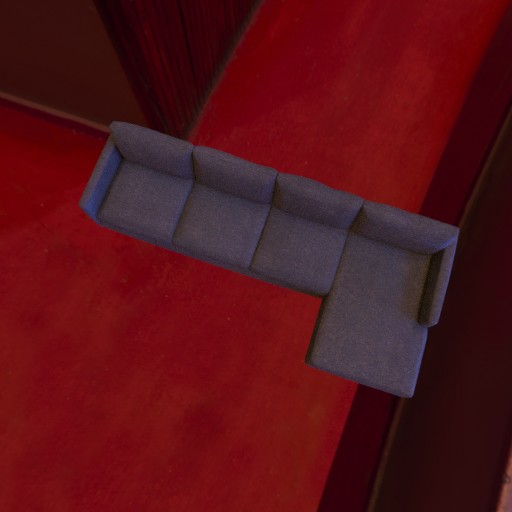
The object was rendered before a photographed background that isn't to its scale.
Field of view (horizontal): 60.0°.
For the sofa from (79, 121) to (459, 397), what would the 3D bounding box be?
[{"bbox_3d":[0.000,0.000,3.562,2.932,0.810,1.350,18,76,5],"label":"sofa"}]
